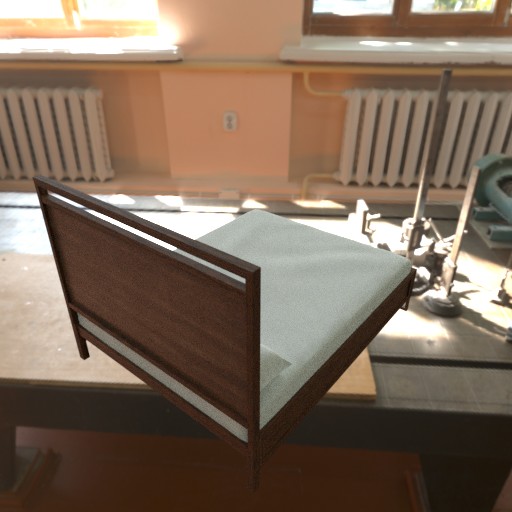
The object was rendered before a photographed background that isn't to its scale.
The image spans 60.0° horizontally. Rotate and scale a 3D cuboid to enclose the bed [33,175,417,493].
[{"bbox_3d":[0.000,0.000,3.381,1.765,1.487,2.218,22,37,33],"label":"bed"}]
